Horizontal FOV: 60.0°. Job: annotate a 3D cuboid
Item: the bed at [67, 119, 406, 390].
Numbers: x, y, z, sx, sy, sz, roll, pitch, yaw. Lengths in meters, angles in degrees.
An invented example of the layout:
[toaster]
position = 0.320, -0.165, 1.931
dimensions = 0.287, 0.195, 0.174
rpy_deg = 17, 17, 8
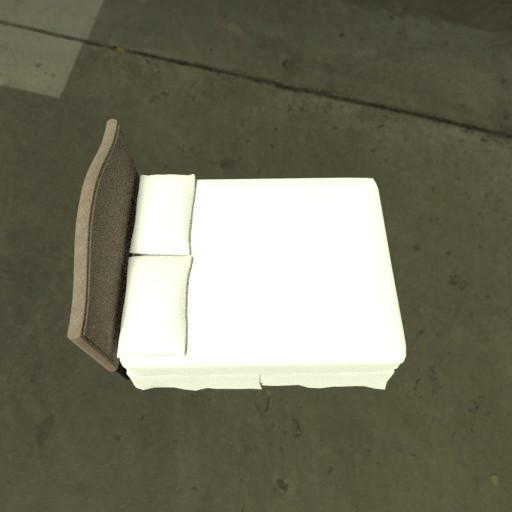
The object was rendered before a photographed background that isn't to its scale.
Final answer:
[bed]
position = 0.000, 0.000, 3.330
dimensions = 2.153, 1.518, 1.713
rpy_deg = -1, 62, 0
